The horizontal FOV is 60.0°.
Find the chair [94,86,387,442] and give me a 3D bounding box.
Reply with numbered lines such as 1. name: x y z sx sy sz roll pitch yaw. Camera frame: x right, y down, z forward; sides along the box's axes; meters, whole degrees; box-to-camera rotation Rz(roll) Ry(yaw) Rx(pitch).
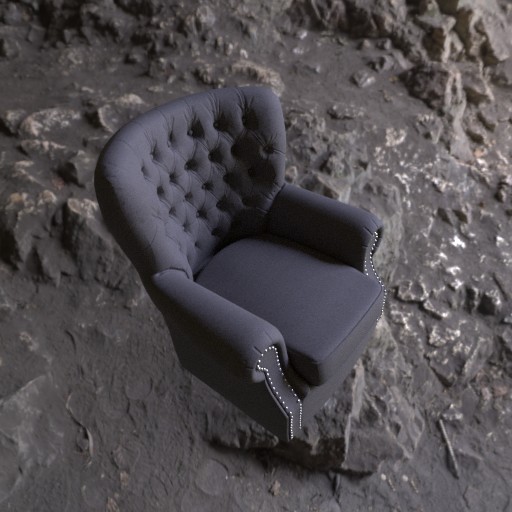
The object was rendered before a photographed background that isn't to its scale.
1. chair: 0.000 0.000 1.790 0.983 1.046 0.983 26 47 28
